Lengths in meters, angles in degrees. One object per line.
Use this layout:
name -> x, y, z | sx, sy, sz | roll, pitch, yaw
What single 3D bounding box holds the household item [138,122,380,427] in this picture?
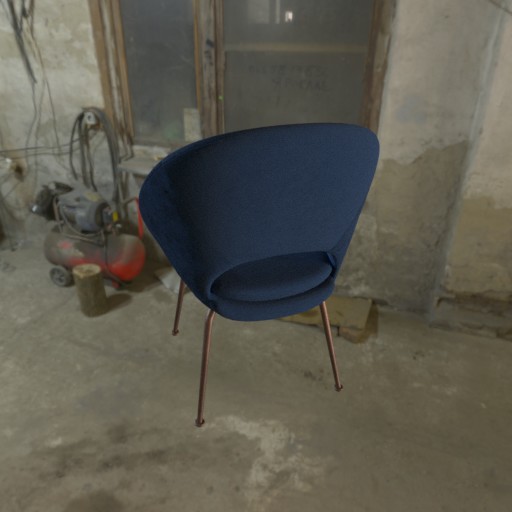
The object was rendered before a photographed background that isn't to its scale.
household item -> 0.000, 0.000, 1.301 | 0.623, 0.852, 0.573 | -9, 29, -16
